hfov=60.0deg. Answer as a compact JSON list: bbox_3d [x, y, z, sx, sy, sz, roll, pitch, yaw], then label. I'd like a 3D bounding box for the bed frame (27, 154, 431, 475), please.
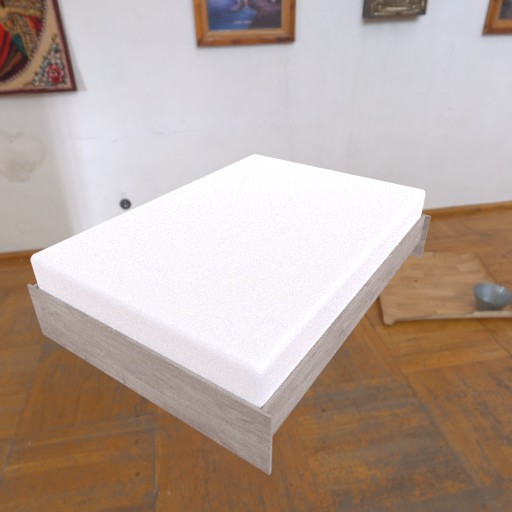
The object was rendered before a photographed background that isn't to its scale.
[{"bbox_3d":[0.000,0.000,2.593,1.445,0.497,1.945,19,36,29],"label":"bed frame"}]
